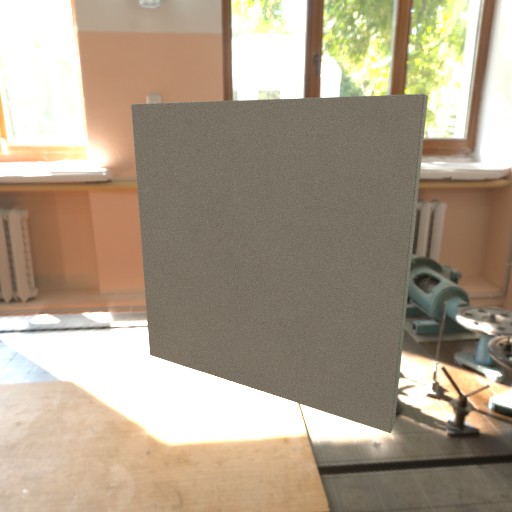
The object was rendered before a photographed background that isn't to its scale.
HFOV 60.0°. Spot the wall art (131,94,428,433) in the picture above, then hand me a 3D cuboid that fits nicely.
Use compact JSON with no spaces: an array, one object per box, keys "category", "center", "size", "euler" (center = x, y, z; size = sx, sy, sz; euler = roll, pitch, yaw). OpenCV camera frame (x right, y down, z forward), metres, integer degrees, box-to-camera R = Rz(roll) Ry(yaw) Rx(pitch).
[{"category":"wall art","center":[0.000,0.000,1.148],"size":[0.762,0.762,0.040],"euler":[9,18,28]}]
